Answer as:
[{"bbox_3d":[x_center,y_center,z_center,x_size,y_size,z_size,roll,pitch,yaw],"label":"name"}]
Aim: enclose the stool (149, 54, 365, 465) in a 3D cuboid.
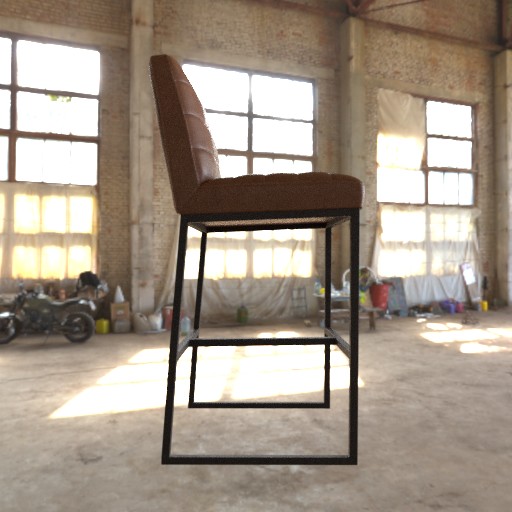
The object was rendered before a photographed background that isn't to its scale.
[{"bbox_3d":[0.000,0.000,1.322,0.556,1.040,0.458,0,-1,0],"label":"stool"}]
